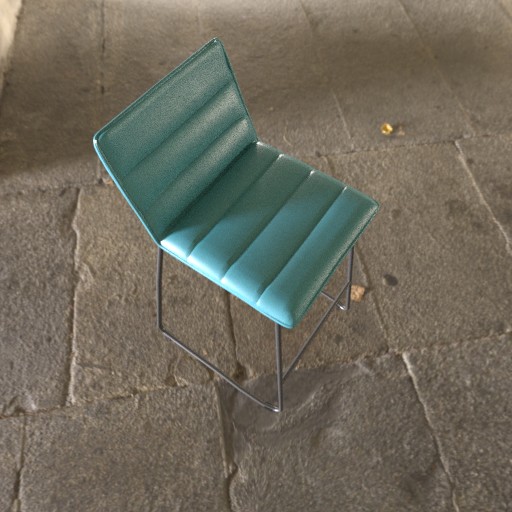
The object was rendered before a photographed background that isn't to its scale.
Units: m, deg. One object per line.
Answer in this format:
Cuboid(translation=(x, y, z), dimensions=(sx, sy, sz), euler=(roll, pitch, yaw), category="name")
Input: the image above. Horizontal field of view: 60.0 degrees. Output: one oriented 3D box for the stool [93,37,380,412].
Cuboid(translation=(0.000, 0.000, 1.229), dimensions=(0.524, 0.936, 0.489), euler=(32, 65, 17), category="stool")
